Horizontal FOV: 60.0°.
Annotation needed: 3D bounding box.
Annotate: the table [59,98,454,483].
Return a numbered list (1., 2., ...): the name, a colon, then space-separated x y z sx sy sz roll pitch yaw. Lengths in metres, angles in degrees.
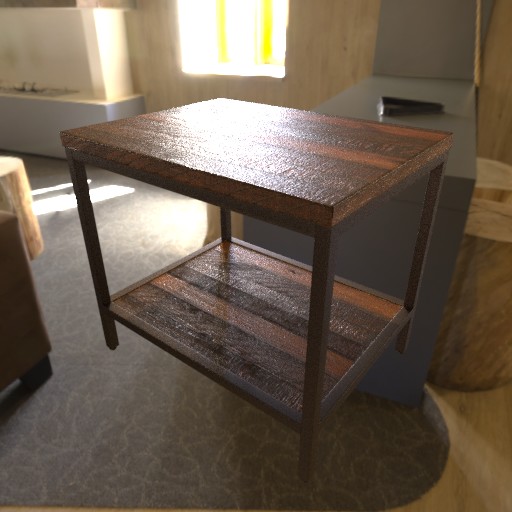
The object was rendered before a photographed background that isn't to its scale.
1. table: 0.000 0.000 1.106 0.678 0.612 0.524 21 35 33
